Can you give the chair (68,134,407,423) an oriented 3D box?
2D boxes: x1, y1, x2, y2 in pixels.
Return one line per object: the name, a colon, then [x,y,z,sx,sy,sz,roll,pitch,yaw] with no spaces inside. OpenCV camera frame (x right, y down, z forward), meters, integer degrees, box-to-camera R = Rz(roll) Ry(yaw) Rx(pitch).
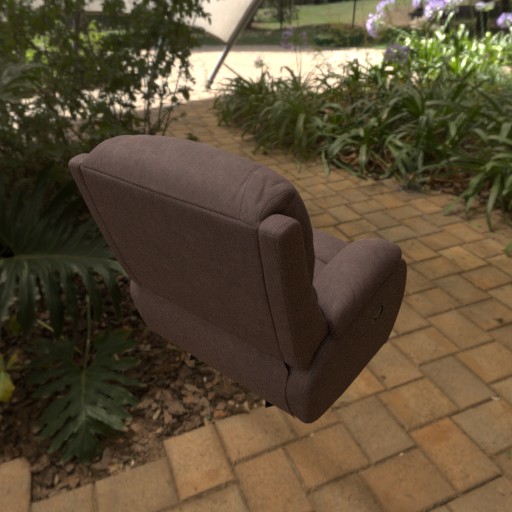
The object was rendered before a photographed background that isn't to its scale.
chair: [0.000,0.000,1.700,0.930,1.011,0.899,21,36,33]
